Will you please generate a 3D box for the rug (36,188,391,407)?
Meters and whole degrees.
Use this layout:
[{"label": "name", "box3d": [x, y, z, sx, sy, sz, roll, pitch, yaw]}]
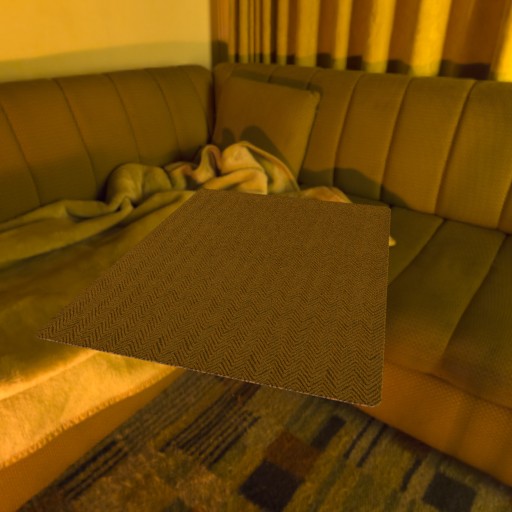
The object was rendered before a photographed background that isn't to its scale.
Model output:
[{"label": "rug", "box3d": [0.000, 0.000, 4.245, 2.439, 0.014, 3.207, 8, 30, 14]}]
